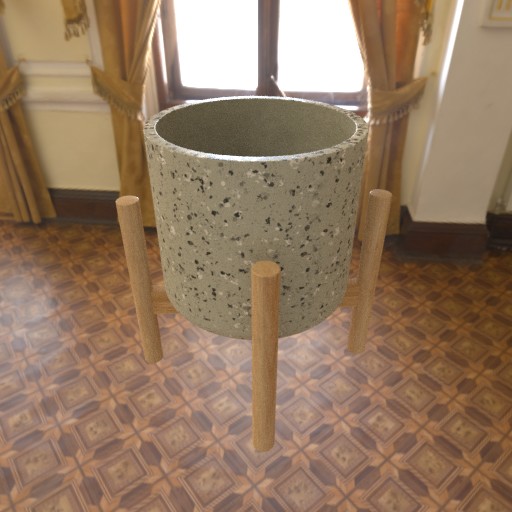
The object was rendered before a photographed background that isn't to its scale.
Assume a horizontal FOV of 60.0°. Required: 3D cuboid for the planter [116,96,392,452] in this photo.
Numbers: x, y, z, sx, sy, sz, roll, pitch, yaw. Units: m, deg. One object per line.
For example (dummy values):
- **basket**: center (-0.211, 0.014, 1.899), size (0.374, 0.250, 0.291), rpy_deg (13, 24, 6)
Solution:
- **planter**: center (0.000, 0.000, 0.532), size (0.284, 0.320, 0.284), rpy_deg (11, 34, 16)
